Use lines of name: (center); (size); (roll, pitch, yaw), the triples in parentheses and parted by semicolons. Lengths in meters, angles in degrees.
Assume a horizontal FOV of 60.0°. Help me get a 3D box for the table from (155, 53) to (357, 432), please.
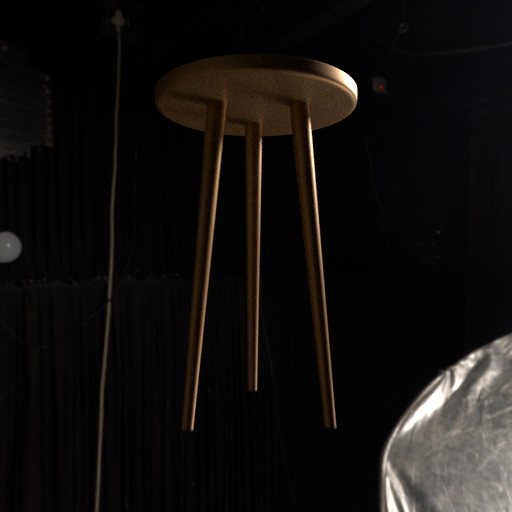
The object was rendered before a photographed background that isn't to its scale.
table: (0.000, 0.000, 0.674); (0.299, 0.480, 0.299); (0, 0, -36)
